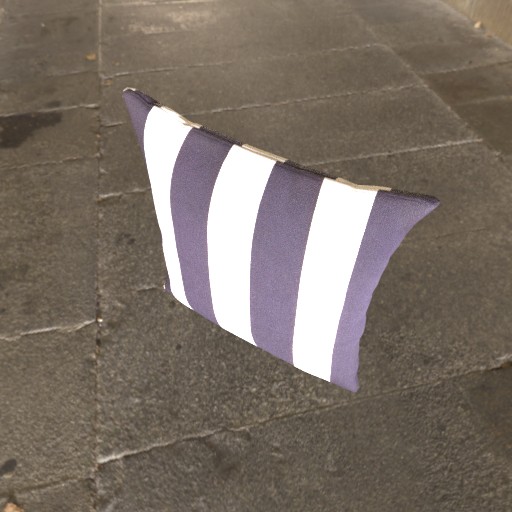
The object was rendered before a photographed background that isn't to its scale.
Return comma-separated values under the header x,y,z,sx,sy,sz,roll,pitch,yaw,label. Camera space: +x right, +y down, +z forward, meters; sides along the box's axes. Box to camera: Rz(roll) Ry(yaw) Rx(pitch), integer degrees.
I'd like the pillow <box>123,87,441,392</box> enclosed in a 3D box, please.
x,y,z,sx,sy,sz,roll,pitch,yaw,label
0.000,0.000,0.826,0.536,0.526,0.189,25,52,21,pillow
